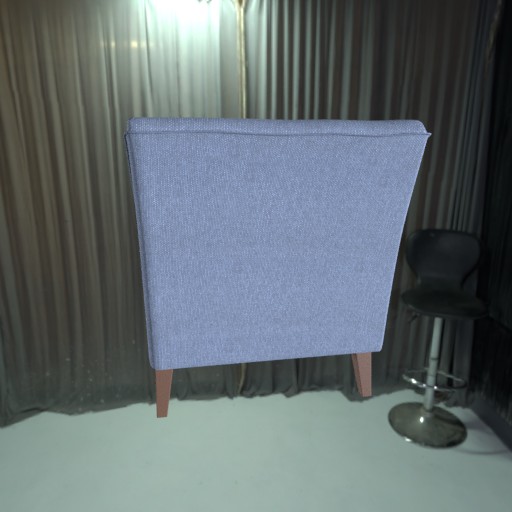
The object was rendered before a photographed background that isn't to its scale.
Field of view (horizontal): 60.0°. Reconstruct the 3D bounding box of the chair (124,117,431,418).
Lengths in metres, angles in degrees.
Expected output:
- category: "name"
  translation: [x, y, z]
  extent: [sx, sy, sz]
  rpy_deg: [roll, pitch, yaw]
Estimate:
- category: "chair"
  translation: [0.000, 0.000, 1.605]
  extent: [0.780, 0.919, 0.899]
  rpy_deg: [-3, 15, -10]
